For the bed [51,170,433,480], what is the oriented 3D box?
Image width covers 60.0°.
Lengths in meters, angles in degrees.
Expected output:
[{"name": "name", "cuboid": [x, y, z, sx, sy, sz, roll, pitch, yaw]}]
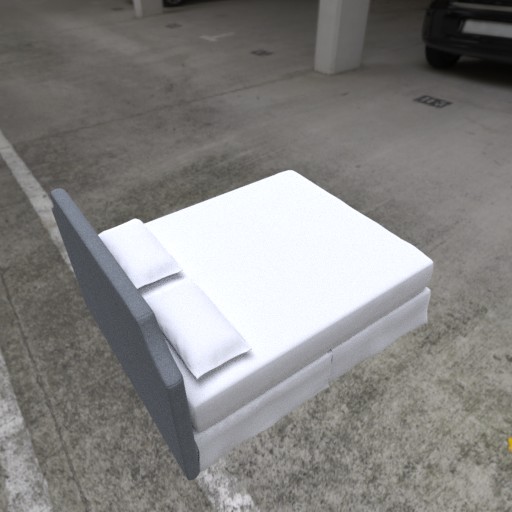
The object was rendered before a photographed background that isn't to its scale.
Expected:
[{"name": "bed", "cuboid": [0.000, 0.000, 3.302, 2.259, 1.296, 1.811, -25, 46, -26]}]
